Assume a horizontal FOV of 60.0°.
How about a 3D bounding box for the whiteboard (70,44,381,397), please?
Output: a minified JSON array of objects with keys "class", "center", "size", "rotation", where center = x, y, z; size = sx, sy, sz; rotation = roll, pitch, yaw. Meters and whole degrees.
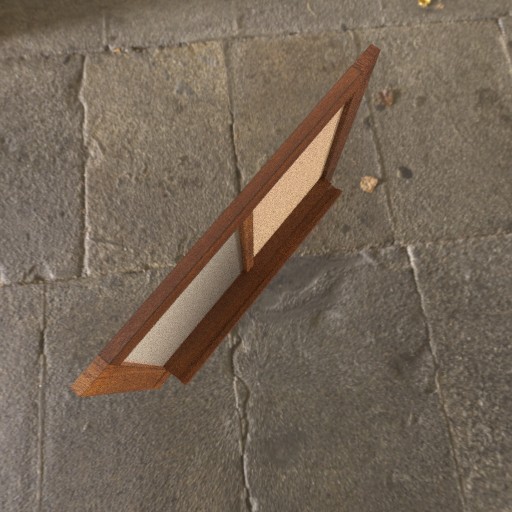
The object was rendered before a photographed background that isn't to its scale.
[{"class":"whiteboard","center":[0.000,0.000,1.002],"size":[0.083,0.559,0.783],"rotation":[38,78,10]}]
